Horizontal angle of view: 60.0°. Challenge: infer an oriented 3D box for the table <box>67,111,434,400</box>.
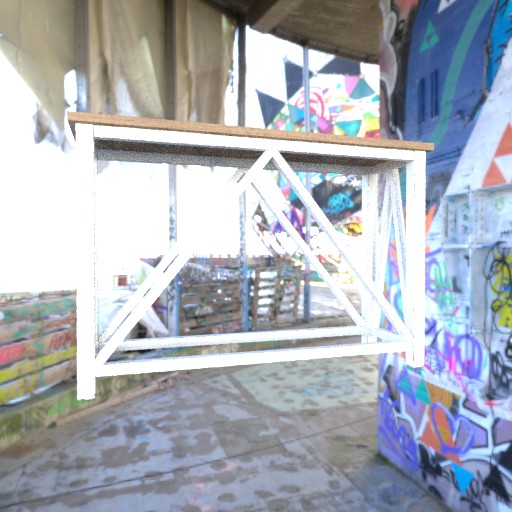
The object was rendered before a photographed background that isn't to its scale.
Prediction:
[{"bbox_3d":[0.000,0.000,1.835,1.400,0.930,0.450,0,1,-18],"label":"table"}]
